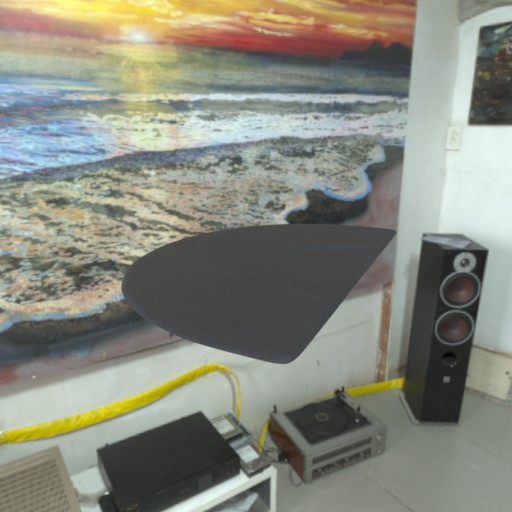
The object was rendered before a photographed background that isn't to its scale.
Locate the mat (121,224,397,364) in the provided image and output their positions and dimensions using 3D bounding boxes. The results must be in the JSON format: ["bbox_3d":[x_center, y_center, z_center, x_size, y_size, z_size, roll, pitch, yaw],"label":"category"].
[{"bbox_3d":[0.000,0.000,1.850,0.917,0.016,1.525,8,18,25],"label":"mat"}]
